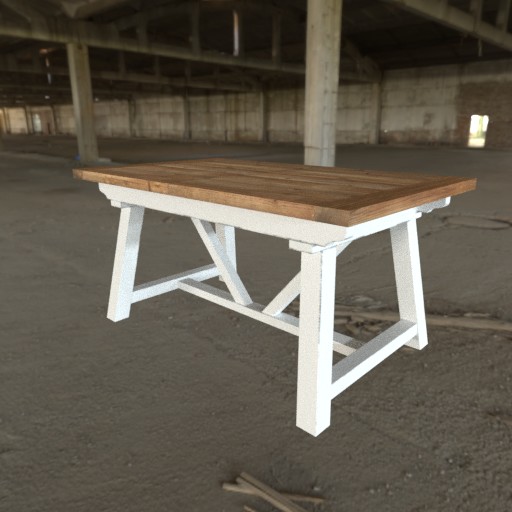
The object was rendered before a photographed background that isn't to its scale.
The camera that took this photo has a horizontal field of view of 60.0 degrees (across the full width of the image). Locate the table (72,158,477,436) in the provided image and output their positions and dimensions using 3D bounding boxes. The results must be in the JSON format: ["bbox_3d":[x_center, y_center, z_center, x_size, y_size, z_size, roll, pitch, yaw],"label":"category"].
[{"bbox_3d":[0.000,0.000,2.013,1.503,0.743,0.922,15,22,41],"label":"table"}]
